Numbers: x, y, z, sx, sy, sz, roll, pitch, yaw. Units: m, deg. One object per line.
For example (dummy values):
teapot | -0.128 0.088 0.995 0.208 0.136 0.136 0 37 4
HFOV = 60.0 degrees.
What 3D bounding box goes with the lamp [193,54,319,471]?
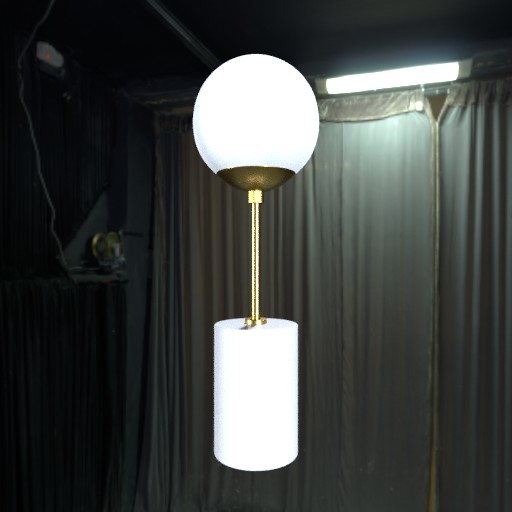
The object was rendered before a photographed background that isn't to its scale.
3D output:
lamp | 0.000 0.000 0.544 0.153 0.480 0.153 0 0 0
